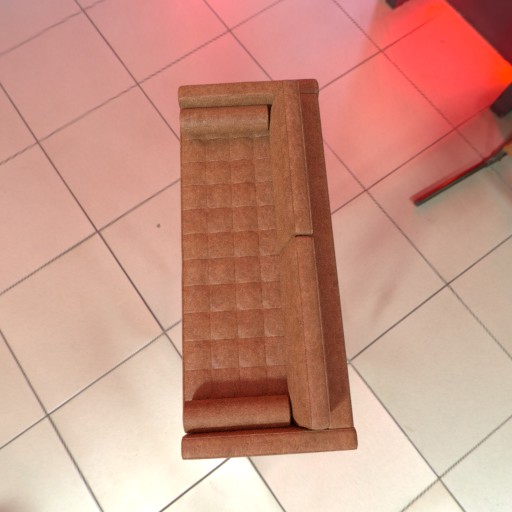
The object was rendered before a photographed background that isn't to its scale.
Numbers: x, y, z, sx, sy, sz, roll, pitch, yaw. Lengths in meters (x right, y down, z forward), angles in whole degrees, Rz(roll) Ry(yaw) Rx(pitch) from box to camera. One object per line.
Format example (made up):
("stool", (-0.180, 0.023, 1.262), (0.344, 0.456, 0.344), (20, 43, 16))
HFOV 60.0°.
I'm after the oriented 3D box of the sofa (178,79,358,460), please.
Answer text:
("sofa", (0.000, 0.000, 2.684), (0.919, 0.770, 2.200), (-3, 74, -1))
